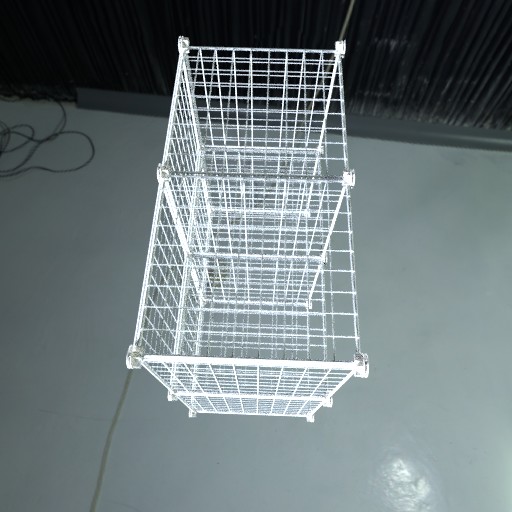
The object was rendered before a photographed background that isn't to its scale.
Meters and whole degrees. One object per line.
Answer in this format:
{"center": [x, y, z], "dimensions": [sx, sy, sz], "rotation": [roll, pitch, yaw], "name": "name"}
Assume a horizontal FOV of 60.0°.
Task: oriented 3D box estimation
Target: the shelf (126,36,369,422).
{"center": [0.000, 0.000, 1.117], "dimensions": [0.356, 0.711, 0.711], "rotation": [2, 64, 1], "name": "shelf"}
